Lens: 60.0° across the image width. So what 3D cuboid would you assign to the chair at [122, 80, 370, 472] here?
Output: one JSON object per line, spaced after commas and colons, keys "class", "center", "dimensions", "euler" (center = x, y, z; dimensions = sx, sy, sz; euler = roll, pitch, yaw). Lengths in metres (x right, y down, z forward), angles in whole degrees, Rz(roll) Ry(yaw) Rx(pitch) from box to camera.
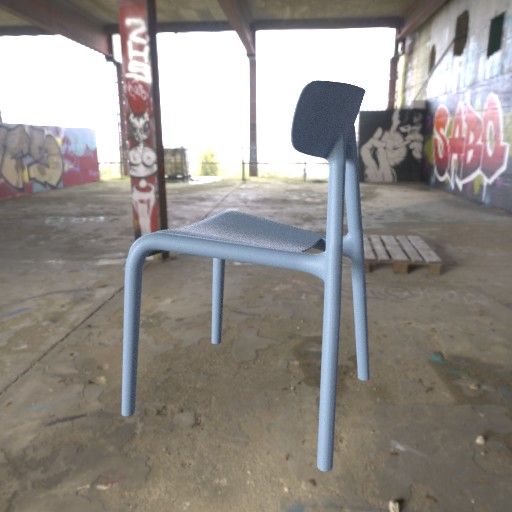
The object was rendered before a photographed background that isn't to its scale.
{"class": "chair", "center": [0.000, 0.000, 0.832], "dimensions": [0.401, 0.580, 0.356], "euler": [7, 16, 24]}
